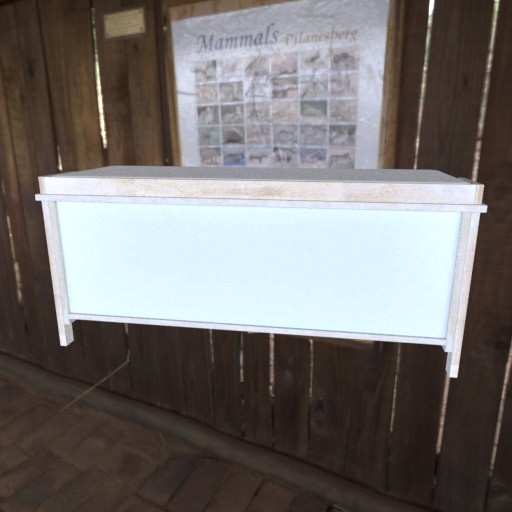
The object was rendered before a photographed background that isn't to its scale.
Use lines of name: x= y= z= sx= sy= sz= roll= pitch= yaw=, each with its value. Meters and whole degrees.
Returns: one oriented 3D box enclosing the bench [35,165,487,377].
bench: x=0.000 y=0.000 z=1.349 sx=1.140 sy=0.501 sz=0.398 roll=3 pitch=16 yaw=9
